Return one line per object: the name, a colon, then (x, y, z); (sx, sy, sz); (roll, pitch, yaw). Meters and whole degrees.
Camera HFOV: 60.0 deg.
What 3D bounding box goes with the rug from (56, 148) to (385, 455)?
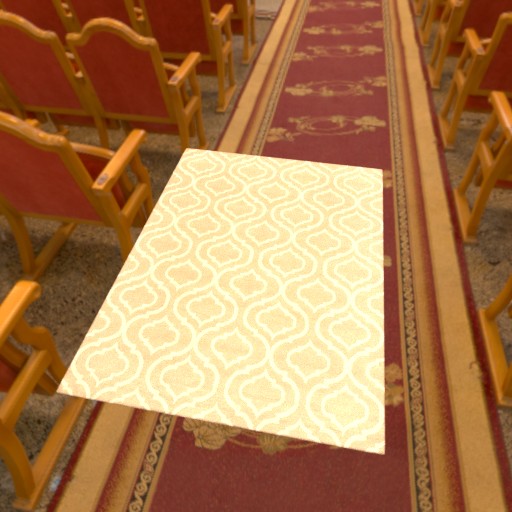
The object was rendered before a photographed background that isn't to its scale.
rug: (0.000, 0.000, 4.318); (2.438, 0.010, 3.353); (8, 47, 7)
